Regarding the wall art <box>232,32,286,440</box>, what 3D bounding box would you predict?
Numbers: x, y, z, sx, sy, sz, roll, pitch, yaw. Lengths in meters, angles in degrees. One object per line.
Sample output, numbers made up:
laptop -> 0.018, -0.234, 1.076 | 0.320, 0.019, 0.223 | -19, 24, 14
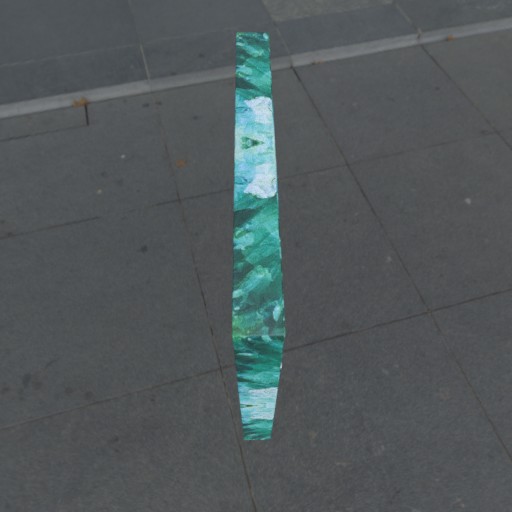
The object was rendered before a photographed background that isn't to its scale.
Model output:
wall art -> 0.000, 0.000, 0.473 | 0.033, 0.313, 0.313 | -1, 57, 0
